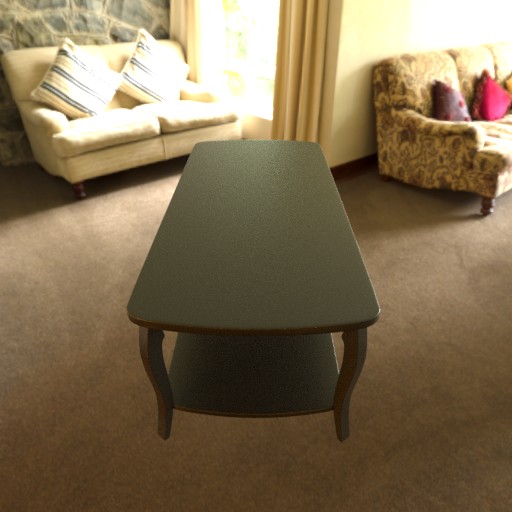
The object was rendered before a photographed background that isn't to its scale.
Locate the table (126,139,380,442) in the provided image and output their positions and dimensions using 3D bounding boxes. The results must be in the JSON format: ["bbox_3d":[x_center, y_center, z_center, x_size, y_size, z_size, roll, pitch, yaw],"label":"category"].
[{"bbox_3d":[0.000,0.000,1.610,0.571,0.457,1.333,0,31,1],"label":"table"}]
